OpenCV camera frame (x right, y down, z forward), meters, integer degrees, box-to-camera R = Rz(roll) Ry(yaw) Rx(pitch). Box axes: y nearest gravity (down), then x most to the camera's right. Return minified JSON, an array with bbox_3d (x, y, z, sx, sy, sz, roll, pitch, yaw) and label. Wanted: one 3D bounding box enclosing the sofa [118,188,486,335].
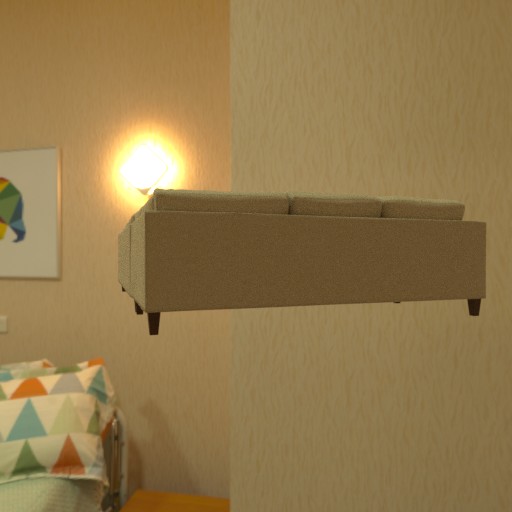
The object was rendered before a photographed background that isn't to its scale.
[{"bbox_3d":[0.000,0.000,4.286,2.432,0.863,3.182,0,0,-20],"label":"sofa"}]
